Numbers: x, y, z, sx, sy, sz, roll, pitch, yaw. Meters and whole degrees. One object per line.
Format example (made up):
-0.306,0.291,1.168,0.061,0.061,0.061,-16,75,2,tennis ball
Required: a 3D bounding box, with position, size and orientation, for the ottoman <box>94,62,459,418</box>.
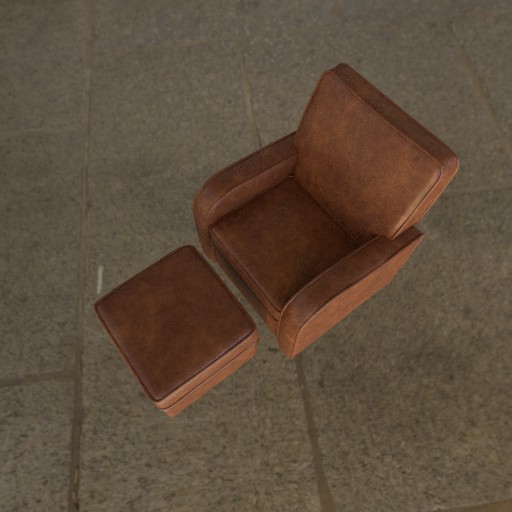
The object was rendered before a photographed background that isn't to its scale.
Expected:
0.000,0.000,1.826,1.314,0.904,0.732,-34,68,-16,ottoman
